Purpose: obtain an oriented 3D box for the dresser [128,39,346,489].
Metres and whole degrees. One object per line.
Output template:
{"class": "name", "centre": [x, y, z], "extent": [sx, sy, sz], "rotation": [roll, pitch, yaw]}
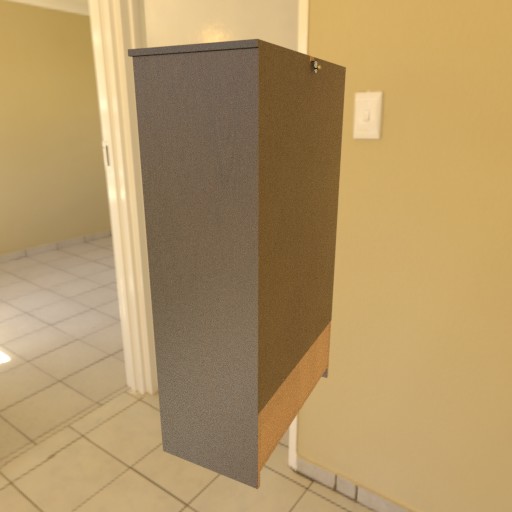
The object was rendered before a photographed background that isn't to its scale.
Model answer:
{"class": "dresser", "centre": [0.000, 0.000, 1.540], "extent": [0.418, 1.254, 0.704], "rotation": [9, 20, 25]}
